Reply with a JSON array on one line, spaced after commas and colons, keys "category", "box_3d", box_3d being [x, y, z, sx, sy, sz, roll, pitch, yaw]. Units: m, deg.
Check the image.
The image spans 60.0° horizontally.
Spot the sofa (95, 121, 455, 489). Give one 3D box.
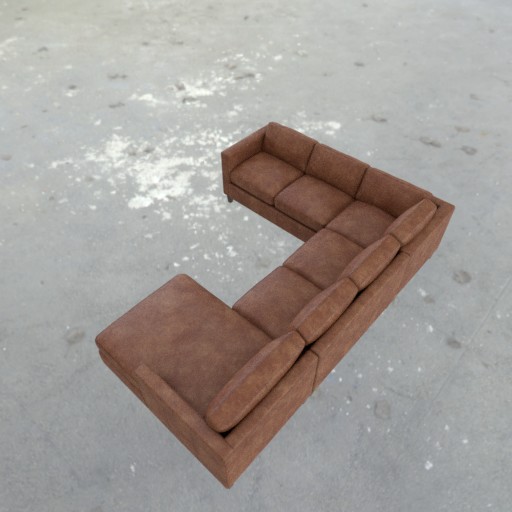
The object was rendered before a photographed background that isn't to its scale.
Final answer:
[{"category": "sofa", "box_3d": [0.000, 0.000, 4.402, 2.452, 0.888, 3.324, 33, 55, 27]}]
